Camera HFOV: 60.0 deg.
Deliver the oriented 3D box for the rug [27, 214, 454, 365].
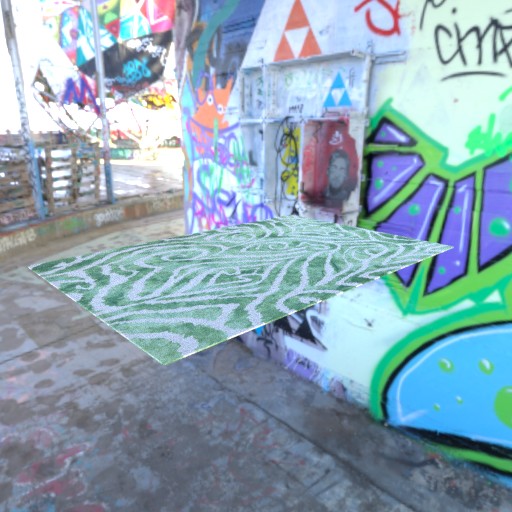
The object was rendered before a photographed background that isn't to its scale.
[{"bbox_3d":[0.000,0.000,2.263,1.826,0.006,1.220,-15,22,-41],"label":"rug"}]
